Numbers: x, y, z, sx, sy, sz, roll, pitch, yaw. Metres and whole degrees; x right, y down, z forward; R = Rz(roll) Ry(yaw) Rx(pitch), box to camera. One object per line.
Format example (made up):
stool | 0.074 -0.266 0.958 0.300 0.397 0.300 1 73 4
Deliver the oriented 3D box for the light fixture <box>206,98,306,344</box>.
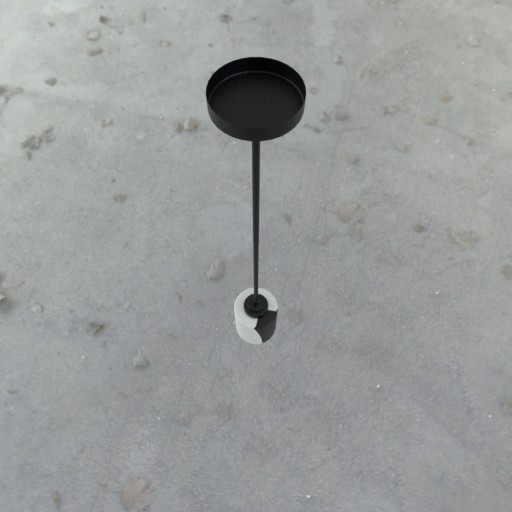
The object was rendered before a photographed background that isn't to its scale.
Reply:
light fixture | 0.000 0.000 0.924 0.123 0.863 0.123 14 63 8
